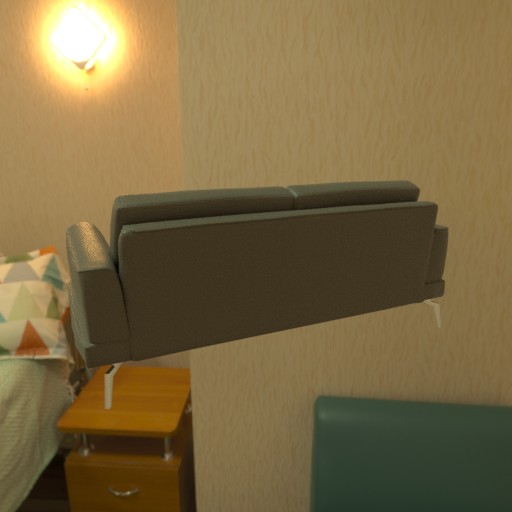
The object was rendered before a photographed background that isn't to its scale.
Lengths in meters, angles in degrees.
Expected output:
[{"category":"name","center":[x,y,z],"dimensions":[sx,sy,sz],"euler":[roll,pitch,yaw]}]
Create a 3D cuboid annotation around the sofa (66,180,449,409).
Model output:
[{"category":"sofa","center":[0.000,0.000,2.740],"dimensions":[2.177,0.930,1.121],"euler":[-7,16,-25]}]
